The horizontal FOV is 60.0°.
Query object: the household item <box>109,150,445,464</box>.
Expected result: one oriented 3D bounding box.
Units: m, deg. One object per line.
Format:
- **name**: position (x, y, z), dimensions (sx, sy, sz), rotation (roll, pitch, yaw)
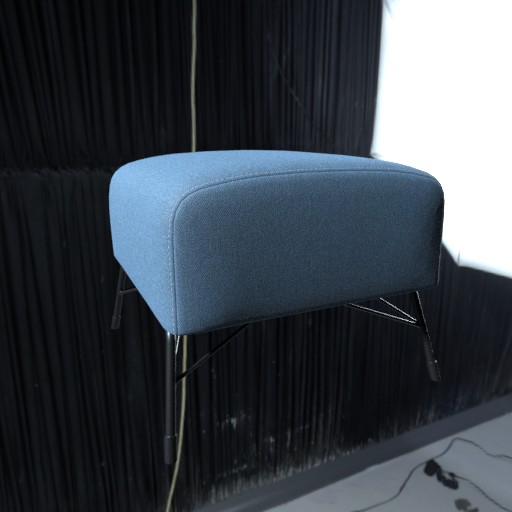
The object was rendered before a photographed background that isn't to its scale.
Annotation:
- **household item**: position (0.000, 0.000, 0.905), dimensions (0.530, 0.420, 0.530), rotation (-7, 16, -25)
